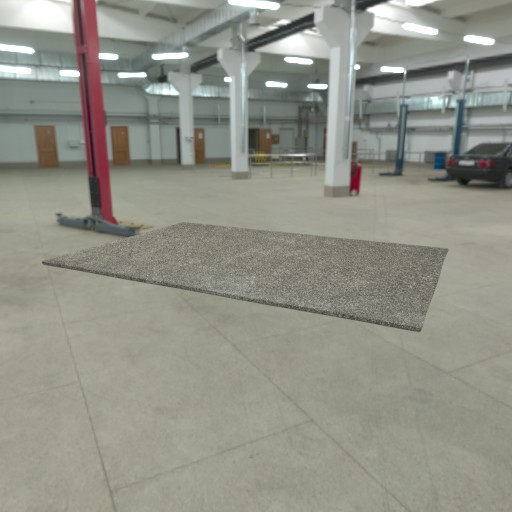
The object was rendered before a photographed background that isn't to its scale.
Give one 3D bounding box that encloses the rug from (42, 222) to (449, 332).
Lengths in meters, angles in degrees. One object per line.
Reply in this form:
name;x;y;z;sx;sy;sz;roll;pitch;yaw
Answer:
rug;0.000;0.000;3.514;2.699;0.026;1.802;7;17;26
